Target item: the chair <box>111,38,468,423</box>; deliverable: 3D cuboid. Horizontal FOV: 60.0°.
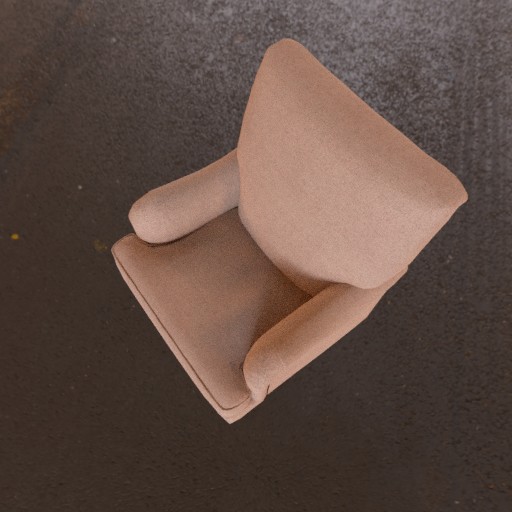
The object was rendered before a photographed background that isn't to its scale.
[{"bbox_3d":[0.000,0.000,1.784,0.953,1.119,0.879,-34,69,-16],"label":"chair"}]
